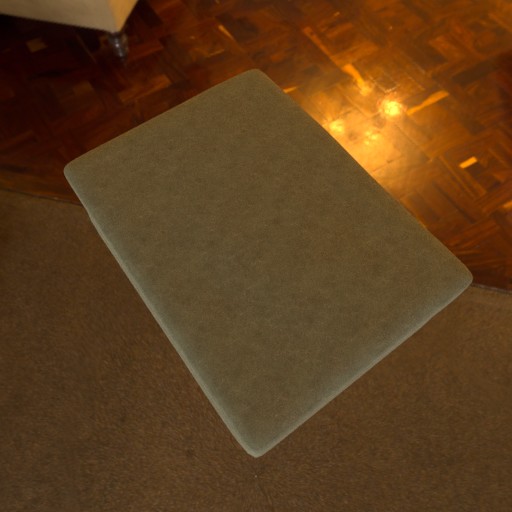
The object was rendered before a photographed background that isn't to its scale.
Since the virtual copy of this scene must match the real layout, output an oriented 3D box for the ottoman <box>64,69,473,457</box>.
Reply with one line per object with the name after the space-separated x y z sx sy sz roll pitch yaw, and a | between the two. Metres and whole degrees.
0.000 0.000 1.236 0.639 0.464 0.839 -33 68 -15 | ottoman
